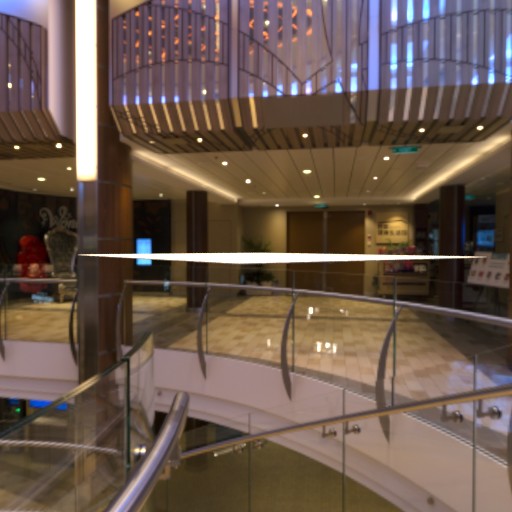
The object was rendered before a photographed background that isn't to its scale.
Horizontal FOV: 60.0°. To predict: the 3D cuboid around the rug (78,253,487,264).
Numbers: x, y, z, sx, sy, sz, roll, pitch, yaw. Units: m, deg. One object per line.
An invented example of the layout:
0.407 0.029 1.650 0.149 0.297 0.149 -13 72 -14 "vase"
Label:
0.000 0.000 3.908 2.283 0.006 2.892 -1 1 -36 "rug"
